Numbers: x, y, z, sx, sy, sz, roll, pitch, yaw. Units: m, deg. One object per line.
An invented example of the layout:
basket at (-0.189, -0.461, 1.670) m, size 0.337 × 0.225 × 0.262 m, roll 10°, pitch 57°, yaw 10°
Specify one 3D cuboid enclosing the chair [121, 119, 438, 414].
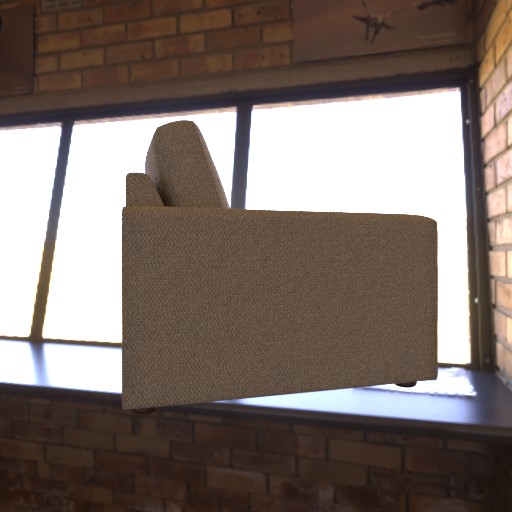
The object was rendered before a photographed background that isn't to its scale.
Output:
chair at (0.000, 0.000, 1.763) m, size 1.016 × 0.873 × 1.005 m, roll 0°, pitch 1°, yaw -16°
